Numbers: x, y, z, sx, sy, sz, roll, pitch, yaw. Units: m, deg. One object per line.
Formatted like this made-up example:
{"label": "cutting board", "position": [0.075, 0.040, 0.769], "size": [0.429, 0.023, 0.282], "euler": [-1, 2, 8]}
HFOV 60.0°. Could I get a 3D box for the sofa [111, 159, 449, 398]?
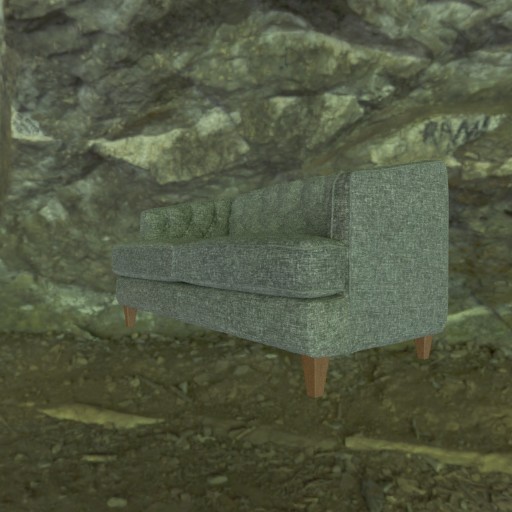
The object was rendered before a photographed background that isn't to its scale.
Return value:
{"label": "sofa", "position": [0.000, 0.000, 2.225], "size": [0.941, 0.855, 1.733], "euler": [0, 1, -36]}
